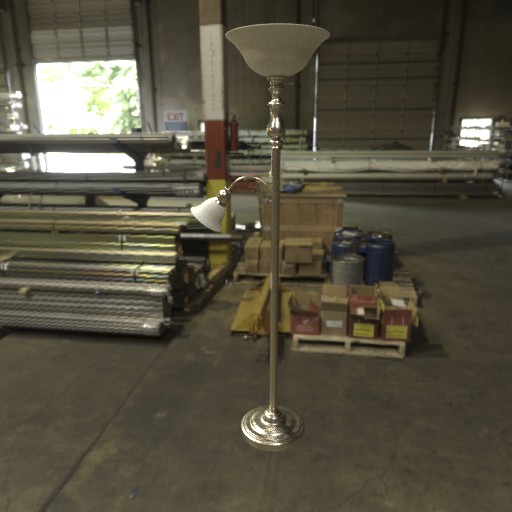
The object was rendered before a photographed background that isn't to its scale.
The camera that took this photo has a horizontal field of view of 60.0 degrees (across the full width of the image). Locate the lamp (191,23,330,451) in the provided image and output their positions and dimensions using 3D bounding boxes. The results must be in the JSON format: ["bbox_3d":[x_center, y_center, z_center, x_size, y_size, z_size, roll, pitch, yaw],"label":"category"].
[{"bbox_3d":[0.000,0.000,1.976,0.575,1.785,0.405,2,16,8],"label":"lamp"}]
